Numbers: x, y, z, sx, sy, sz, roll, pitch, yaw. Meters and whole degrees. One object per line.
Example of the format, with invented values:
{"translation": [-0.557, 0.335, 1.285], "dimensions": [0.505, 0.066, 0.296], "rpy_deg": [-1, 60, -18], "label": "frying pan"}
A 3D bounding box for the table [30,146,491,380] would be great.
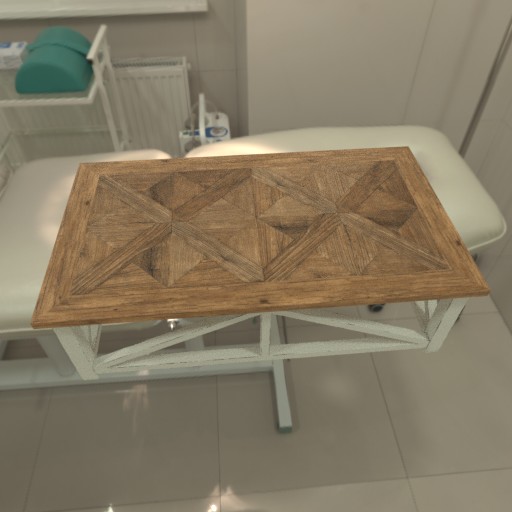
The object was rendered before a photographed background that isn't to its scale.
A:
{"translation": [0.000, 0.000, 1.760], "dimensions": [1.400, 0.410, 0.800], "rpy_deg": [-4, 47, -3], "label": "table"}
